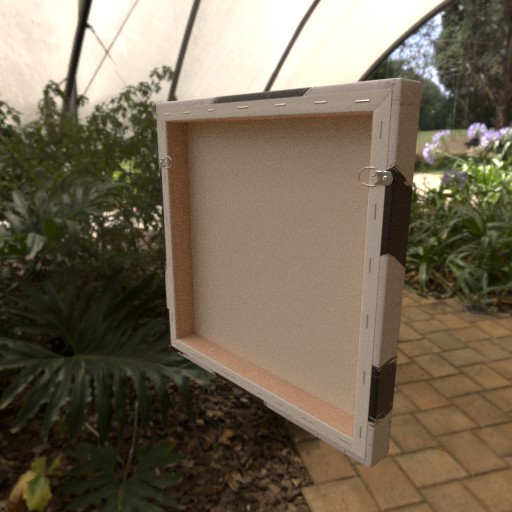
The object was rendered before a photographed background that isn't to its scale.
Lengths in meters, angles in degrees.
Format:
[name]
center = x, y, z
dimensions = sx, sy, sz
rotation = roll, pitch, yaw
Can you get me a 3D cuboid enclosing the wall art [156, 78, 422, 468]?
[wall art]
center = 0.000, 0.000, 0.738
dimensions = 0.050, 0.508, 0.507
rotation = -14, 20, -42
